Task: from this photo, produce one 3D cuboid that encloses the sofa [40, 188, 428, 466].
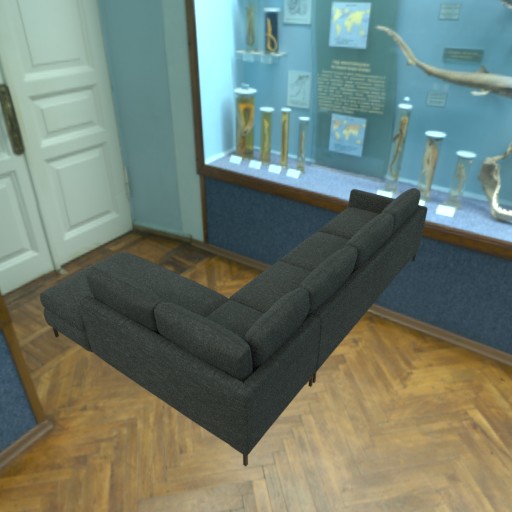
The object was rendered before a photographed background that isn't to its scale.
[{"bbox_3d":[0.000,0.000,3.884,2.007,0.815,2.949,21,37,31],"label":"sofa"}]
